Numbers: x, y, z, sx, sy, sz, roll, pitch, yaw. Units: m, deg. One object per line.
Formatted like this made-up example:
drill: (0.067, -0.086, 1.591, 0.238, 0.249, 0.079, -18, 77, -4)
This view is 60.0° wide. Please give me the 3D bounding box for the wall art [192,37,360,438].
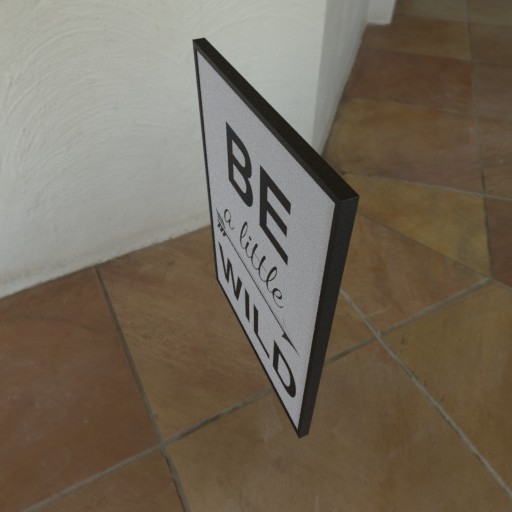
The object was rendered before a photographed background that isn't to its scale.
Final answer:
wall art: (0.000, 0.000, 1.419, 0.038, 1.062, 0.806, -18, 49, -17)
